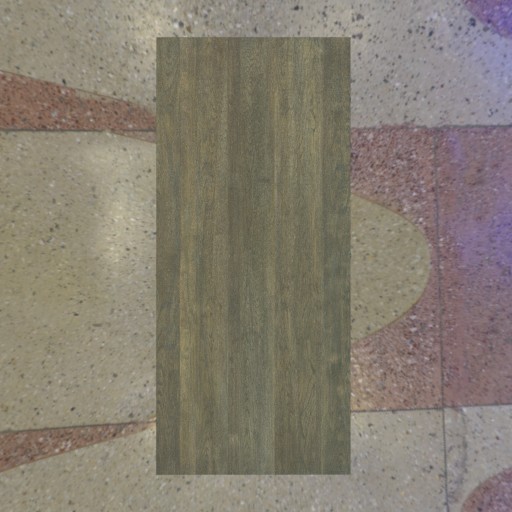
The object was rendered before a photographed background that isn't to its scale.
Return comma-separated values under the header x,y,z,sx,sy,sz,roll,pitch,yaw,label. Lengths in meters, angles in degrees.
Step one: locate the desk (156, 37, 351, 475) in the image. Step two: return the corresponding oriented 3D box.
x,y,z,sx,sy,sz,roll,pitch,yaw,label
0.000,0.000,2.010,0.730,0.780,1.600,0,90,0,desk
